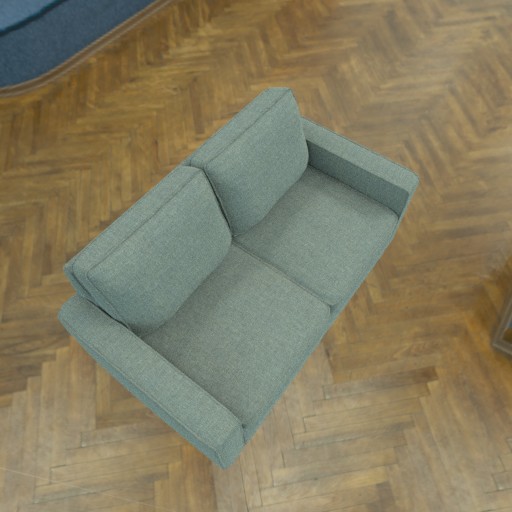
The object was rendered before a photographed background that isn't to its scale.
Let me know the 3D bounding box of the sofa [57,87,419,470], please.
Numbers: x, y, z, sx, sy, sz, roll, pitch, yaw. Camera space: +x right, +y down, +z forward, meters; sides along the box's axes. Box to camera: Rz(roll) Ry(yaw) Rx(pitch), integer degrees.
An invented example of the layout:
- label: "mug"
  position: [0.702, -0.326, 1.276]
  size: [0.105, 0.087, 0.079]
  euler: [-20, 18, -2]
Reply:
- label: "sofa"
  position: [0.000, 0.000, 2.235]
  size: [0.945, 0.915, 1.706]
  euler: [33, 64, 19]
